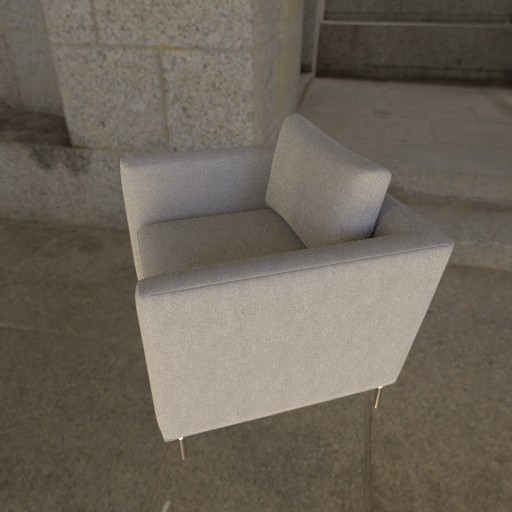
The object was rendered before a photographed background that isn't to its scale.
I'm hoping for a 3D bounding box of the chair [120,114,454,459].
[{"bbox_3d":[0.000,0.000,1.667,0.889,0.864,1.041,-9,32,-14],"label":"chair"}]
